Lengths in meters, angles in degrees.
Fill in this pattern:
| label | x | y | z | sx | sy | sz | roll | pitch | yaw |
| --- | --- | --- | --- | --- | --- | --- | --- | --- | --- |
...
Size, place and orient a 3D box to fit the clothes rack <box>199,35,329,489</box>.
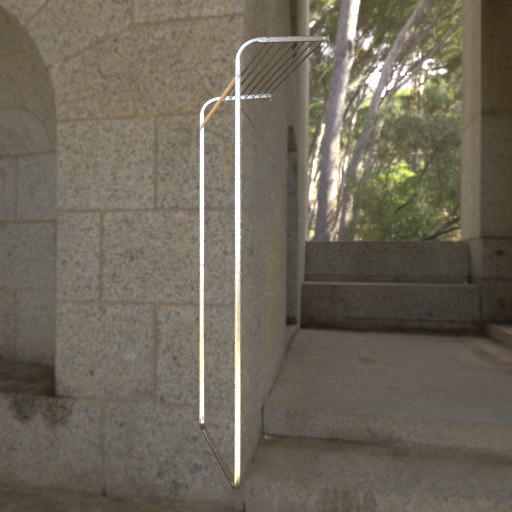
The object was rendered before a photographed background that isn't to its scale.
| label | x | y | z | sx | sy | sz | roll | pitch | yaw |
| --- | --- | --- | --- | --- | --- | --- | --- | --- | --- |
| clothes rack | 0.000 | 0.000 | 1.809 | 0.349 | 1.574 | 0.609 | 0 | 0 | -18 |
